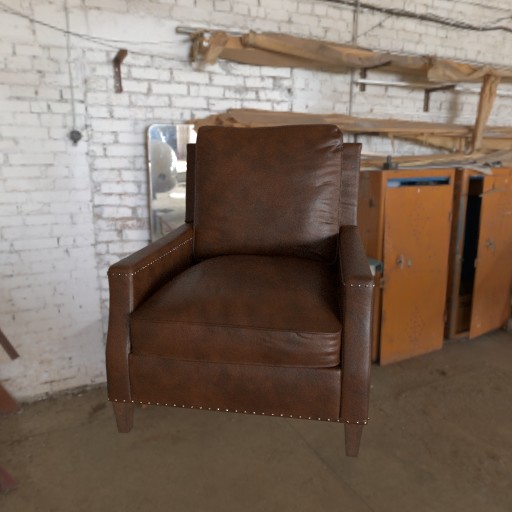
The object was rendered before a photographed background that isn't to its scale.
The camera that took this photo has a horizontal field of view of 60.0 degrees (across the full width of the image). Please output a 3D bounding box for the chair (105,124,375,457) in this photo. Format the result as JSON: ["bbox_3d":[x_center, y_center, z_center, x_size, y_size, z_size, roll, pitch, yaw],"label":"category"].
[{"bbox_3d":[0.000,0.000,1.780,0.854,1.054,1.035,2,13,9],"label":"chair"}]
